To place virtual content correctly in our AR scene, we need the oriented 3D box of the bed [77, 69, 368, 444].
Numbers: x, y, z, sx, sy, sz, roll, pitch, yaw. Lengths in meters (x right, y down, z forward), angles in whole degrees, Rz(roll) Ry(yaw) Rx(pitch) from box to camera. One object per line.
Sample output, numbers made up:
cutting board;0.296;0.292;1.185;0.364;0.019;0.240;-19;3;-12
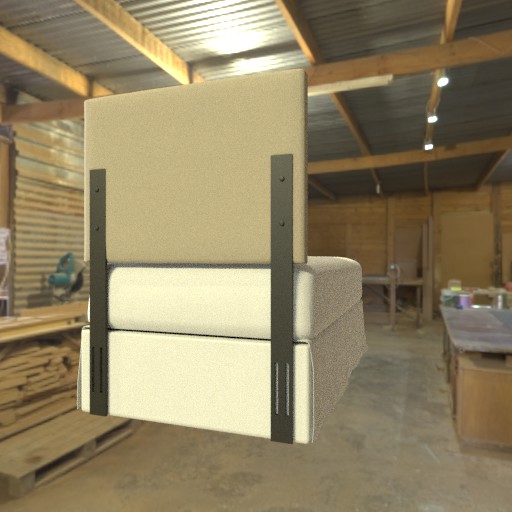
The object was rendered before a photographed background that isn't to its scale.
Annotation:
bed;0.000;0.000;2.944;1.261;1.571;1.997;0;0;20
